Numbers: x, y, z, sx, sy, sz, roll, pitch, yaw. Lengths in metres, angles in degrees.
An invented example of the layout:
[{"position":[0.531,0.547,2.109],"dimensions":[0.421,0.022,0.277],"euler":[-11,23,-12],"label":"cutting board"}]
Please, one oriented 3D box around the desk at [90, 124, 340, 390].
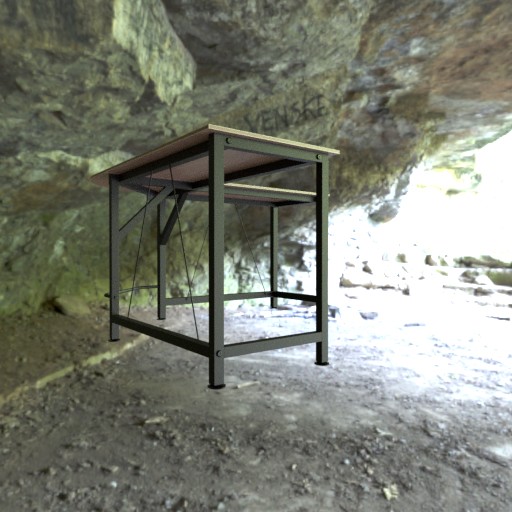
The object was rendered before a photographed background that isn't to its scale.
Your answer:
[{"position":[0.000,0.000,2.232],"dimensions":[1.400,0.762,1.400],"euler":[0,1,-37],"label":"desk"}]
